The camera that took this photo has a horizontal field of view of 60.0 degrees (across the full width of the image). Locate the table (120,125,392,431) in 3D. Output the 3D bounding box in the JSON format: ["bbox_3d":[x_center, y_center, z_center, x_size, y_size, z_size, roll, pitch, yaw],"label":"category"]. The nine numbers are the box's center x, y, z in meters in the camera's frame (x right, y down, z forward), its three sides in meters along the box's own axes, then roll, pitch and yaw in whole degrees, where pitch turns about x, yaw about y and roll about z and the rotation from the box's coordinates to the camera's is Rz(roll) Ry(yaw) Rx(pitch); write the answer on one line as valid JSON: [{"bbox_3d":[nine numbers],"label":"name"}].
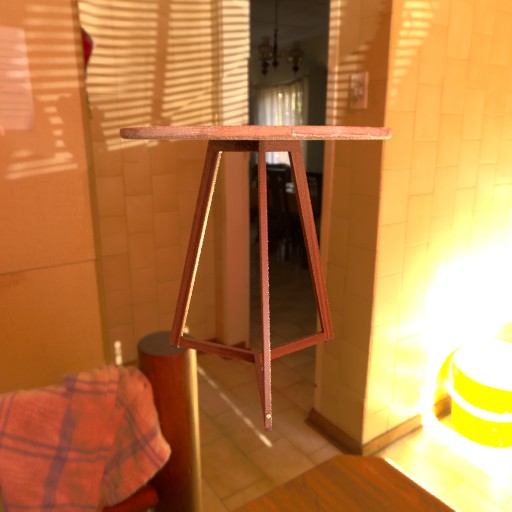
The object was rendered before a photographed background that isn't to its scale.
[{"bbox_3d":[0.000,0.000,0.910,0.500,0.500,0.500,0,15,0],"label":"table"}]
